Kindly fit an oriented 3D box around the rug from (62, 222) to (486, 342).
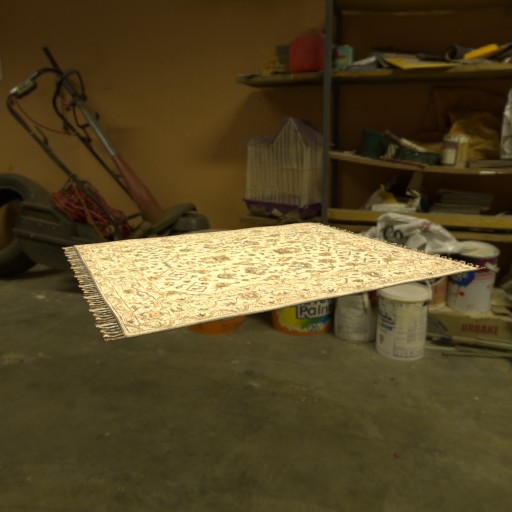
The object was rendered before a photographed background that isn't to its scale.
[{"bbox_3d":[0.000,0.000,4.015,3.061,0.034,2.426,-7,16,-27],"label":"rug"}]
